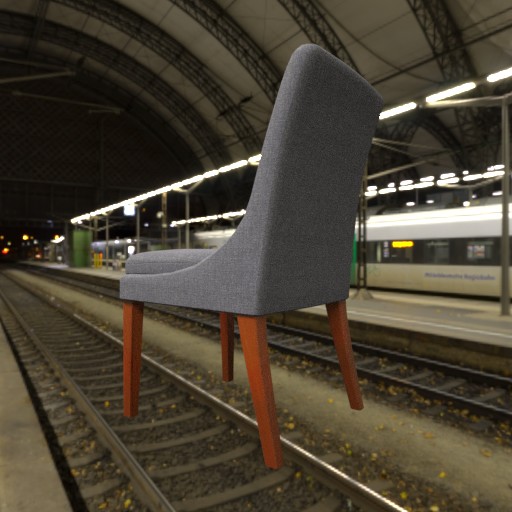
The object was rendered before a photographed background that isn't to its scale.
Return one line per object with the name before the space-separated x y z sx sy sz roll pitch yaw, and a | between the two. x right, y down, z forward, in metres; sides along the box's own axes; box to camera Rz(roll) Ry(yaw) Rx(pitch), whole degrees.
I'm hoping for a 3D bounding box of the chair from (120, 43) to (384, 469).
chair | 0.000 0.000 1.326 0.655 0.952 0.508 0 0 36
